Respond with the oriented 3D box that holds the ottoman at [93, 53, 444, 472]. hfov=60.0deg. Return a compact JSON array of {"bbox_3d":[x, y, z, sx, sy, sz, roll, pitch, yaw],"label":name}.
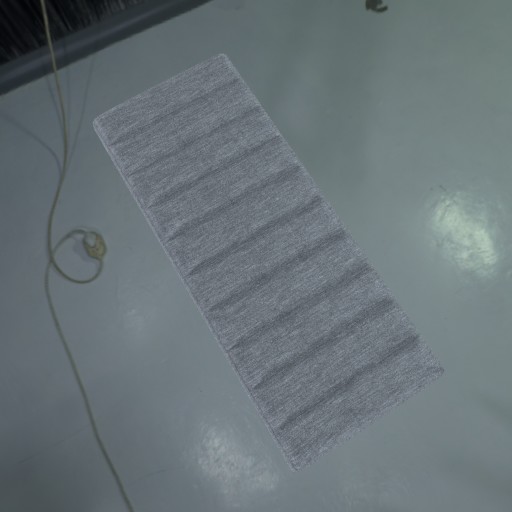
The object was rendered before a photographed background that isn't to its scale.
[{"bbox_3d":[0.000,0.000,1.431,0.482,0.469,1.151,-31,77,-8],"label":"ottoman"}]
